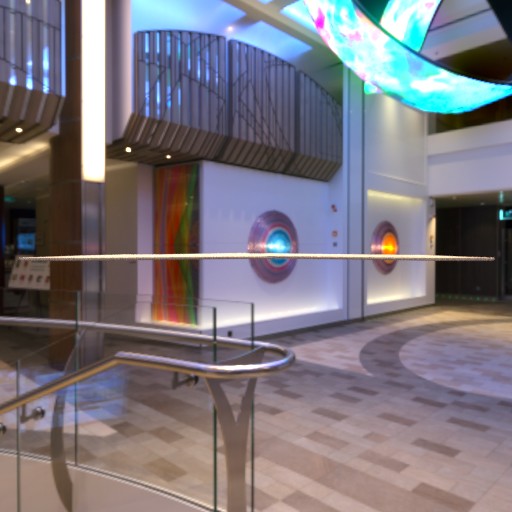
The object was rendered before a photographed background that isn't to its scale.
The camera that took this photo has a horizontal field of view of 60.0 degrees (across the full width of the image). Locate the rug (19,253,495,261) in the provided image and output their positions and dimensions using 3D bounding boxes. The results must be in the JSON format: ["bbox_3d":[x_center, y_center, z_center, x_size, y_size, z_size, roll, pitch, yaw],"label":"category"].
[{"bbox_3d":[0.000,0.000,4.242,3.245,0.046,2.467,0,1,-1],"label":"rug"}]
